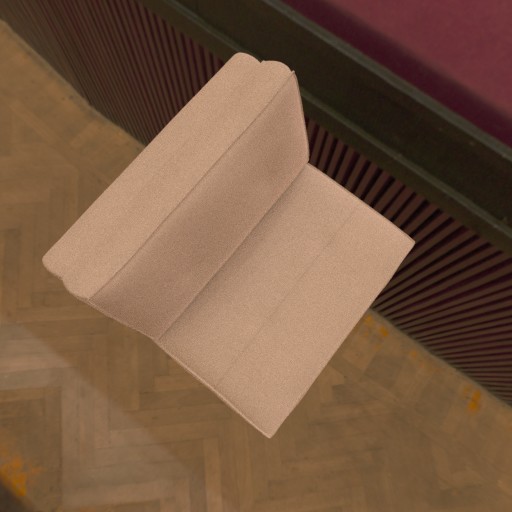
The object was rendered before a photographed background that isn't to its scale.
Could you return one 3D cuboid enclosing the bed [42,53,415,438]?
[{"bbox_3d":[0.000,0.000,1.331,0.749,0.614,0.799,38,79,9],"label":"bed"}]
